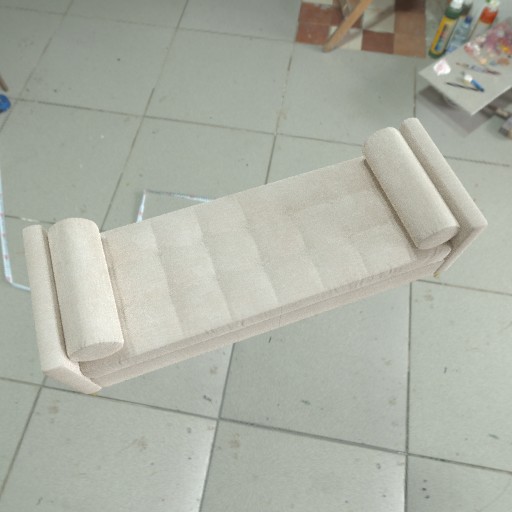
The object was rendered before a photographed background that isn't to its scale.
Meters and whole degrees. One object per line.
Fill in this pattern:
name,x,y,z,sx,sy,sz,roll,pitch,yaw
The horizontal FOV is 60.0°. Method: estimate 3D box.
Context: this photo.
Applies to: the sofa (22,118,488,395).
sofa,0.000,0.000,2.244,1.981,0.635,0.686,-18,65,-8
